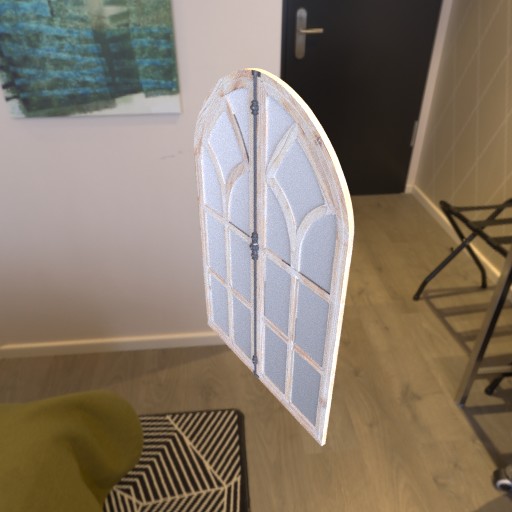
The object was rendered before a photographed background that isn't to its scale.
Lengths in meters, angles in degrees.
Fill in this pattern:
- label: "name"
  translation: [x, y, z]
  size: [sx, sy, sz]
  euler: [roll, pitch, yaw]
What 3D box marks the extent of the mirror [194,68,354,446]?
- label: "mirror"
  translation: [0.000, 0.000, 1.166]
  size: [0.032, 0.915, 0.609]
  euler: [-21, 39, -29]
